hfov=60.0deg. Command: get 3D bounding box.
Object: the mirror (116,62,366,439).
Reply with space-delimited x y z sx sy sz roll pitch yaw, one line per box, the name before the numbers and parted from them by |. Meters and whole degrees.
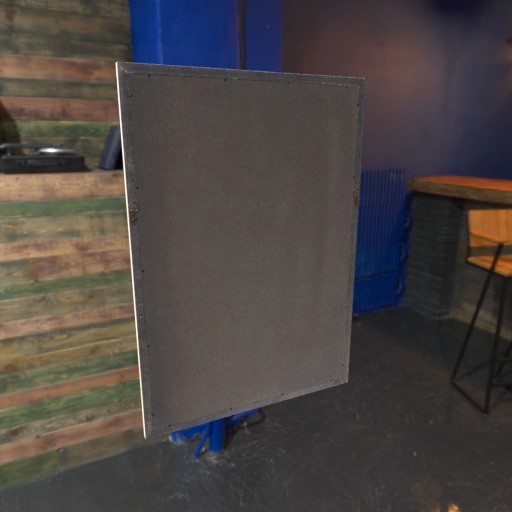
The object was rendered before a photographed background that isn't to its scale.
mirror | 0.000 0.000 1.285 0.705 0.996 0.025 -7 17 -25
